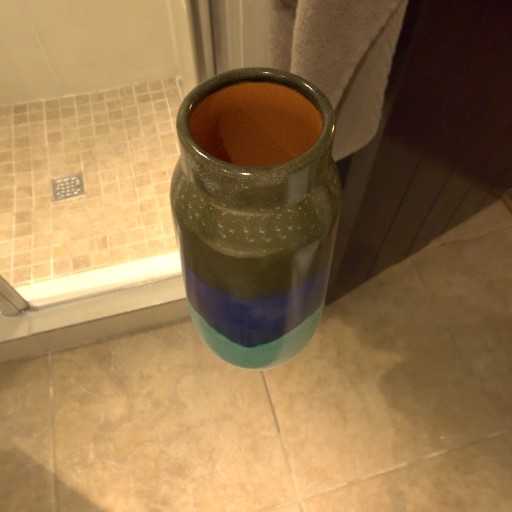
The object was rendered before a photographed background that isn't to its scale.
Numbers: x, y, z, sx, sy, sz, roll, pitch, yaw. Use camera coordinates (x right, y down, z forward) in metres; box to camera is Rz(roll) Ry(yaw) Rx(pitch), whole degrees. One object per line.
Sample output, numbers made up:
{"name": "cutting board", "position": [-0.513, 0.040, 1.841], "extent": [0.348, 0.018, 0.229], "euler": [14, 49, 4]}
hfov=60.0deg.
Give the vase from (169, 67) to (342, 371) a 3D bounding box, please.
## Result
{"name": "vase", "position": [0.000, 0.000, 0.389], "extent": [0.139, 0.313, 0.139], "euler": [0, 58, 0]}
